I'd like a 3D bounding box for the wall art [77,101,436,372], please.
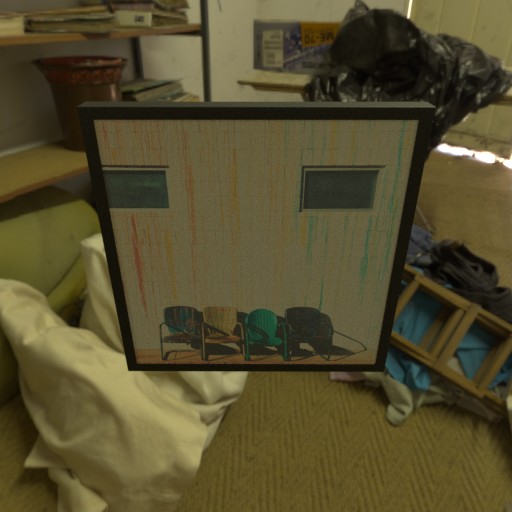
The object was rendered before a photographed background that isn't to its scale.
[{"bbox_3d":[0.000,0.000,0.767,0.506,0.506,0.037,0,30,0],"label":"wall art"}]
